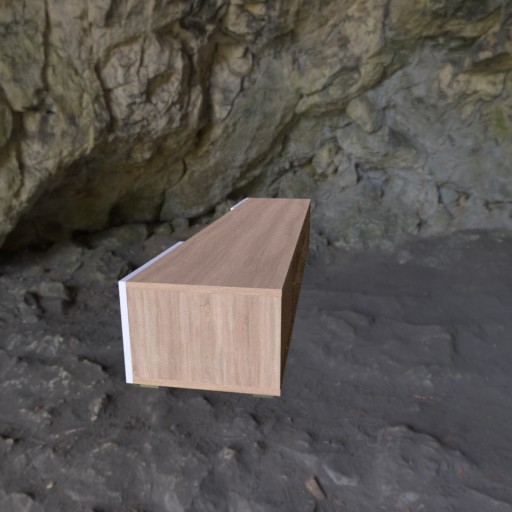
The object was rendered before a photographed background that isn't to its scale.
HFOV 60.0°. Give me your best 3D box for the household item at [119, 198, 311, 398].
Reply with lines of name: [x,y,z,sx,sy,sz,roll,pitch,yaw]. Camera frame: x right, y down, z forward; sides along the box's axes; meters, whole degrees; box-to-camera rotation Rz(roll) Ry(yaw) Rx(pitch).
household item: [0.000,0.000,2.027,0.420,0.310,1.850,2,14,9]
